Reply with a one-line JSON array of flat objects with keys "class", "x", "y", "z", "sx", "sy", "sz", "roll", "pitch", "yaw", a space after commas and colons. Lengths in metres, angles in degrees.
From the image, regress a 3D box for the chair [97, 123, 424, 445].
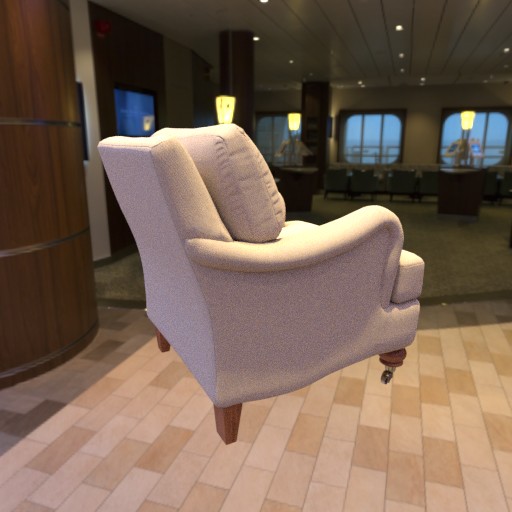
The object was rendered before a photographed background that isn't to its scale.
[{"class": "chair", "x": 0.000, "y": 0.000, "z": 1.859, "sx": 1.070, "sy": 1.038, "sz": 0.955, "roll": -8, "pitch": 17, "yaw": -27}]
